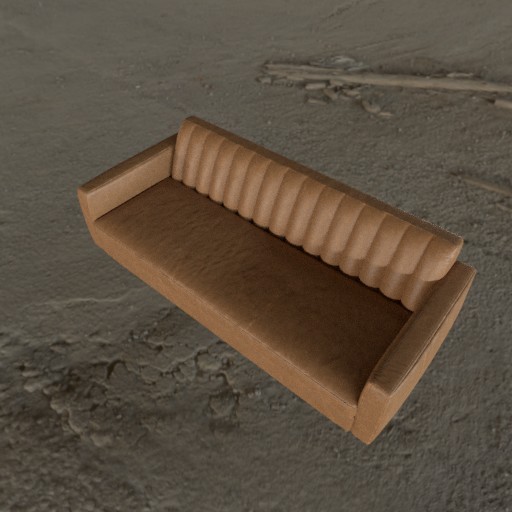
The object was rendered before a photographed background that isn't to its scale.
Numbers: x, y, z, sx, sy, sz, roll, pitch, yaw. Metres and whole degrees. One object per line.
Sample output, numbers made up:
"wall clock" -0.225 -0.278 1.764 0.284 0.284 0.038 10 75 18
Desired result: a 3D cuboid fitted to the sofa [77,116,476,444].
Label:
"sofa" 0.000 0.000 2.736 2.291 0.821 0.990 31 53 27
